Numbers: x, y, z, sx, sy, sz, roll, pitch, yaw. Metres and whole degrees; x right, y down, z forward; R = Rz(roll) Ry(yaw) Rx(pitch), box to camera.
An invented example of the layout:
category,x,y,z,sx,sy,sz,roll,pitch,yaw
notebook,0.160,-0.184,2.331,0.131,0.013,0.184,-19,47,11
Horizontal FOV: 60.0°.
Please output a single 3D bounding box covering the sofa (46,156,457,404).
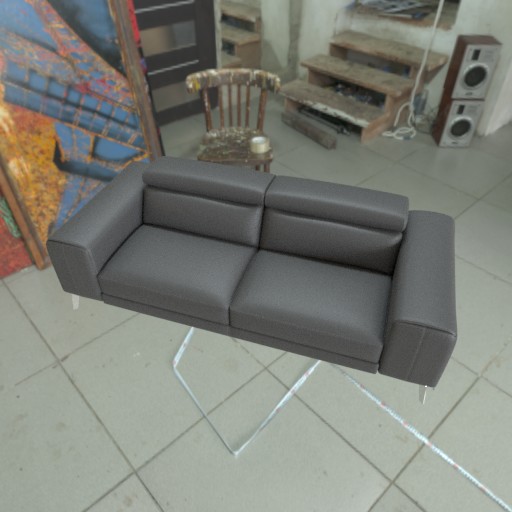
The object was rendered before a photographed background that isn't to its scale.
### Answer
category,x,y,z,sx,sy,sz,roll,pitch,yaw
sofa,0.000,0.000,2.815,2.321,0.759,1.023,12,42,14
